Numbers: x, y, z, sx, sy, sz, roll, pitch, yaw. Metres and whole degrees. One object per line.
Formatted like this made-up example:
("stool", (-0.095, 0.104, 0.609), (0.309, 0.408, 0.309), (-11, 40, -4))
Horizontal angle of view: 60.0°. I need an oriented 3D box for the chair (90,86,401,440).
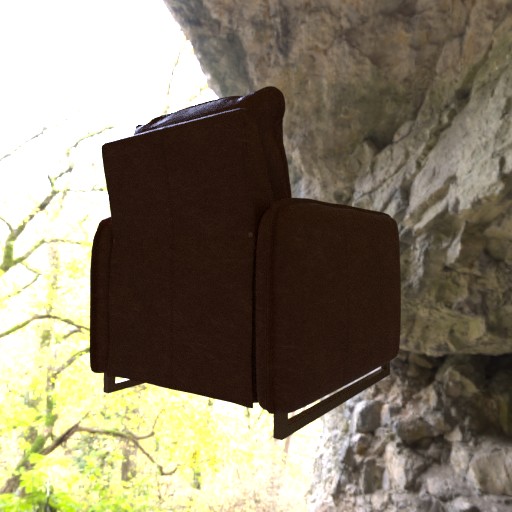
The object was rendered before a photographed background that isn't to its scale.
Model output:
("chair", (0.000, 0.000, 1.613), (0.830, 0.922, 0.922), (-1, -1, 35))
